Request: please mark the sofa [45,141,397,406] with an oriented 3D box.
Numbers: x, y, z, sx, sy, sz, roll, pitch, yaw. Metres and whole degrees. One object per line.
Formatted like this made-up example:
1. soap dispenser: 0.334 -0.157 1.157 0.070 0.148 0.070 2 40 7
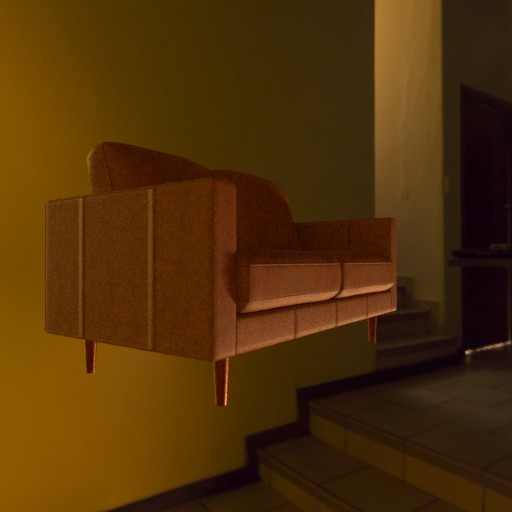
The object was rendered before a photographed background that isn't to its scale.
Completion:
1. sofa: 0.000 0.000 2.110 0.909 0.951 1.578 0 -1 36
